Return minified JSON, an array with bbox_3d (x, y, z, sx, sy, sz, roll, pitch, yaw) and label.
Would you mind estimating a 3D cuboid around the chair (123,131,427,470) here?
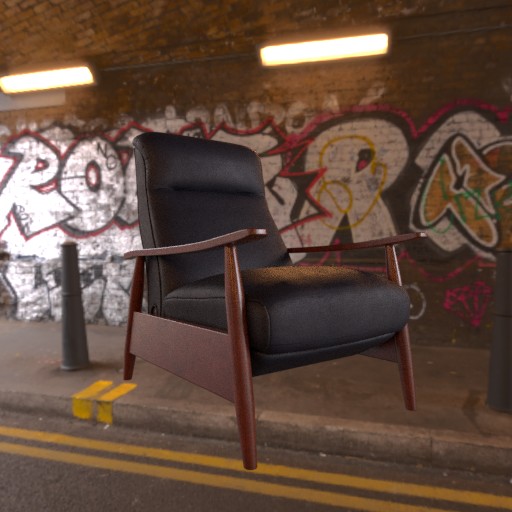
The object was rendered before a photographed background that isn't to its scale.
[{"bbox_3d":[0.000,0.000,1.737,0.762,1.082,1.014,-1,2,-36],"label":"chair"}]
